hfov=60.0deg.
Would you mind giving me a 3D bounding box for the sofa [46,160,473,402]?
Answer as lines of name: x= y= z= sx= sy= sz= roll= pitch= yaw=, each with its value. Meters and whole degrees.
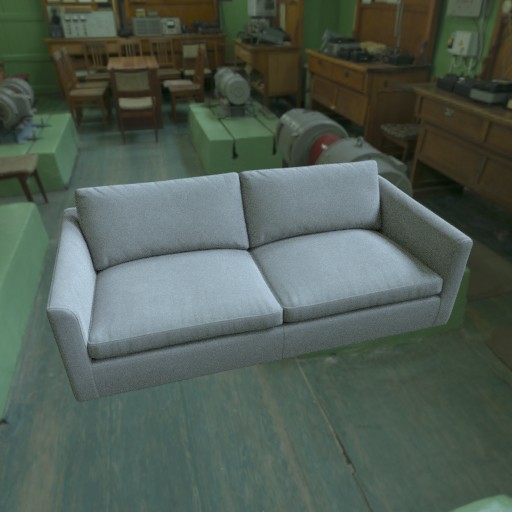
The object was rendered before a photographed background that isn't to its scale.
sofa: x=0.000 y=0.000 z=2.757 sx=2.588 sy=0.838 sz=1.090 roll=-9 pitch=32 yaw=-14
